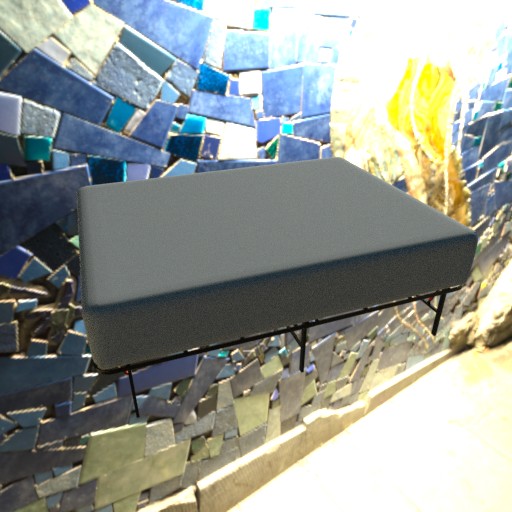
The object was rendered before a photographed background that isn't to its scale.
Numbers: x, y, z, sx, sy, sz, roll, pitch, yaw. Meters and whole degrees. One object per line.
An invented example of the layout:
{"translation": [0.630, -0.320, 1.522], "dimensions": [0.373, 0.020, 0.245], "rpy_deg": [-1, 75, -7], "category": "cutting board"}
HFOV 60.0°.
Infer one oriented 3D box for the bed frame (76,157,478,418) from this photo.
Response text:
{"translation": [0.000, 0.000, 2.827], "dimensions": [2.037, 0.677, 1.528], "rpy_deg": [-10, 31, -18], "category": "bed frame"}
